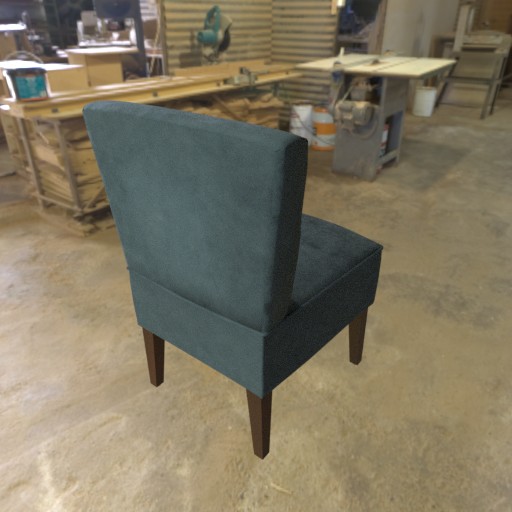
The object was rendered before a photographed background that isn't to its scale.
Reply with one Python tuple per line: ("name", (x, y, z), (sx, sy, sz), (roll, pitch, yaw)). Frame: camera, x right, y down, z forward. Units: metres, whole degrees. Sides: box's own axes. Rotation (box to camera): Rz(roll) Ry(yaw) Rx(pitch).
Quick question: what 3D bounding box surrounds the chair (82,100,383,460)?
("chair", (0.000, 0.000, 1.161), (0.521, 0.806, 0.551), (21, 35, 33))
